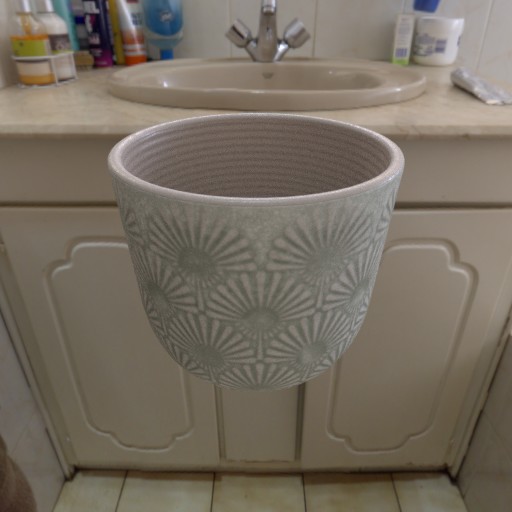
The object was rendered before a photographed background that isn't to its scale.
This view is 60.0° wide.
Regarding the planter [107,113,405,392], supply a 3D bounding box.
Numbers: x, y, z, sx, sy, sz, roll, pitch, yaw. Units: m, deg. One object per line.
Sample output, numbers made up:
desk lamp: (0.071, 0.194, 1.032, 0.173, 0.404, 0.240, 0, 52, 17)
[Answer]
planter: (0.000, 0.000, 0.300, 0.170, 0.152, 0.170, 0, 30, 0)
